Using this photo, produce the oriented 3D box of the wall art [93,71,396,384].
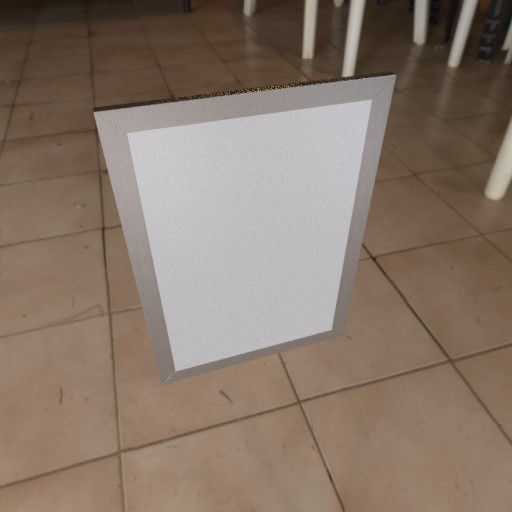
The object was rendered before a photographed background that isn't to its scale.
[{"bbox_3d":[0.000,0.000,0.705,0.376,0.529,0.013,-12,43,-13],"label":"wall art"}]
